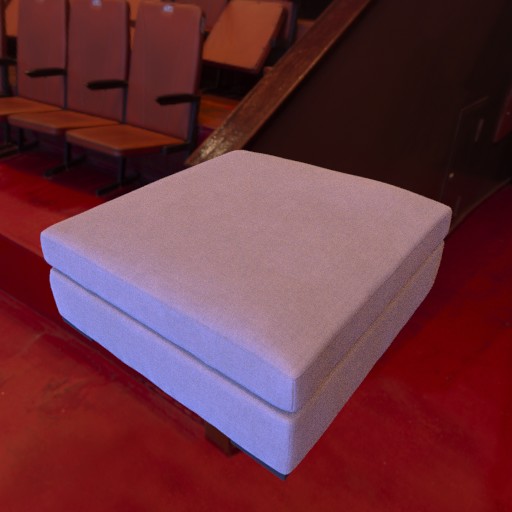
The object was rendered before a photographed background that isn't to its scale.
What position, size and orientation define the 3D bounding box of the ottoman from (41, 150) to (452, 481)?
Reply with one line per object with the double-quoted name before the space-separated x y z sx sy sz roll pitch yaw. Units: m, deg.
"ottoman" 0.000 0.000 1.785 1.171 0.517 1.203 23 39 31
